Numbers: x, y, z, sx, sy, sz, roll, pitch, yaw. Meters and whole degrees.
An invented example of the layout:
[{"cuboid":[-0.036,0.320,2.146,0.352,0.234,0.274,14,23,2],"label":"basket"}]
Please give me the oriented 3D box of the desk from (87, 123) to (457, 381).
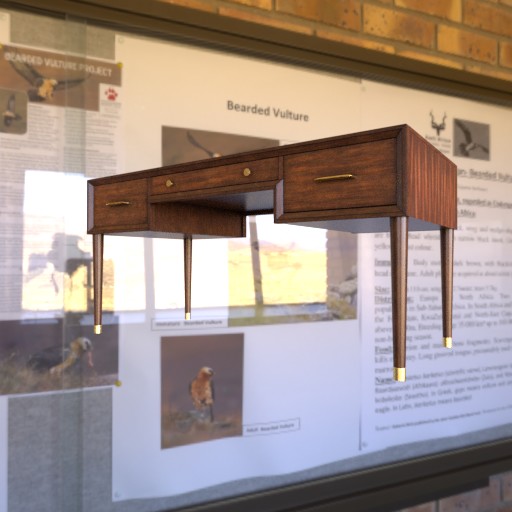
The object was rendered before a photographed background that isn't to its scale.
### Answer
[{"cuboid":[0.000,0.000,2.034,1.575,0.762,0.724,0,-1,35],"label":"desk"}]
